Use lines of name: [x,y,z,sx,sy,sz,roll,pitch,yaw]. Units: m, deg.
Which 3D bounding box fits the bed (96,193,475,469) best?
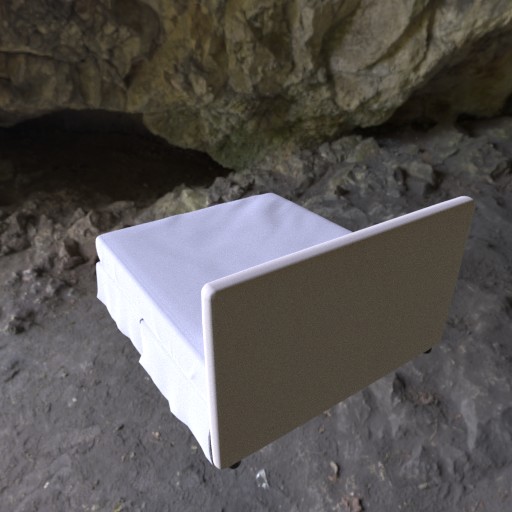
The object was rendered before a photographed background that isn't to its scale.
bed: [0.000,0.000,3.600,2.119,1.317,2.341,-18,34,-30]
